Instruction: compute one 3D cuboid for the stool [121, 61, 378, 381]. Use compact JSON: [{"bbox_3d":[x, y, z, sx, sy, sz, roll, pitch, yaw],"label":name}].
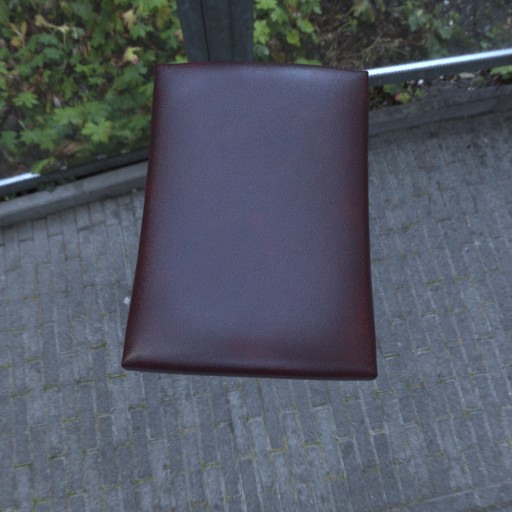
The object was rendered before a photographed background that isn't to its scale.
[{"bbox_3d":[0.000,0.000,0.960,0.372,0.657,0.504,2,75,1],"label":"stool"}]
